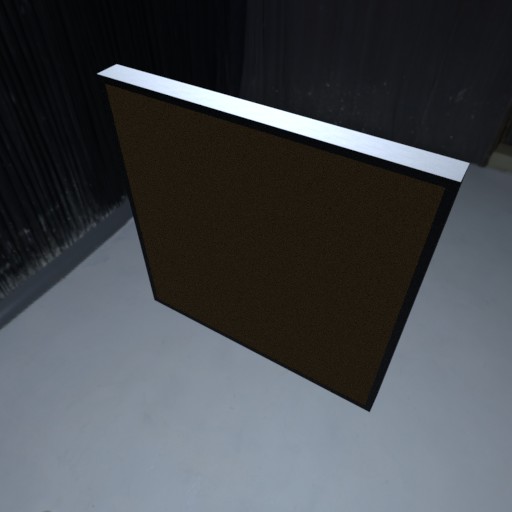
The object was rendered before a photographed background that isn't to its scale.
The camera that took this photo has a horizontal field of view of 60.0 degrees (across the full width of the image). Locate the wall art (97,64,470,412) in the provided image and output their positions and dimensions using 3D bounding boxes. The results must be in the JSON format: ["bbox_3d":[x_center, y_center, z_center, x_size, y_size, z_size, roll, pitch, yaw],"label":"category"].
[{"bbox_3d":[0.000,0.000,0.734,0.509,0.509,0.040,23,49,21],"label":"wall art"}]
